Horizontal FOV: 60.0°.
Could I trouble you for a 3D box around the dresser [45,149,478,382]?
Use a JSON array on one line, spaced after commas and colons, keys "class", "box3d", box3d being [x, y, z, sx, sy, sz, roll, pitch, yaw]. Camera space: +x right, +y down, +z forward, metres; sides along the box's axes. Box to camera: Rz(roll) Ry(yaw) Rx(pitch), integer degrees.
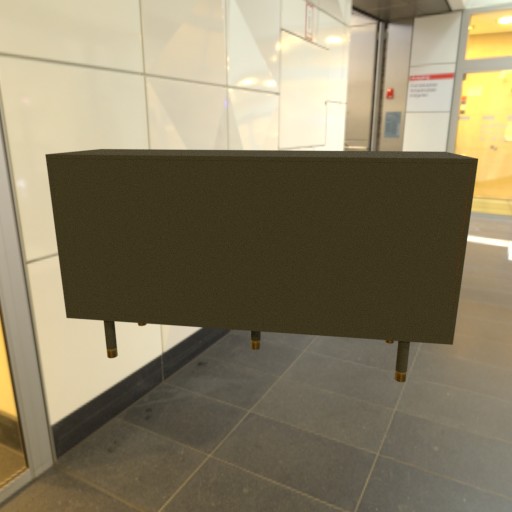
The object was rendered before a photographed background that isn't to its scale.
[{"class": "dresser", "box3d": [0.000, 0.000, 1.919, 1.558, 0.872, 0.463, 3, 16, 9]}]
